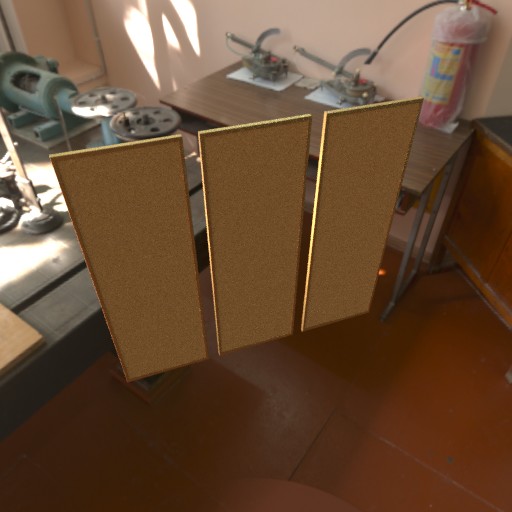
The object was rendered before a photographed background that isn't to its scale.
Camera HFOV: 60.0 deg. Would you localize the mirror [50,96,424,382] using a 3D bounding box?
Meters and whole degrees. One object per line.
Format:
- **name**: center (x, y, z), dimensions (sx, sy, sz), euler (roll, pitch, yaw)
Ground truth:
- **mirror**: center (0.000, 0.000, 1.457), dimensions (1.011, 0.926, 0.023), euler (-13, 43, -14)
